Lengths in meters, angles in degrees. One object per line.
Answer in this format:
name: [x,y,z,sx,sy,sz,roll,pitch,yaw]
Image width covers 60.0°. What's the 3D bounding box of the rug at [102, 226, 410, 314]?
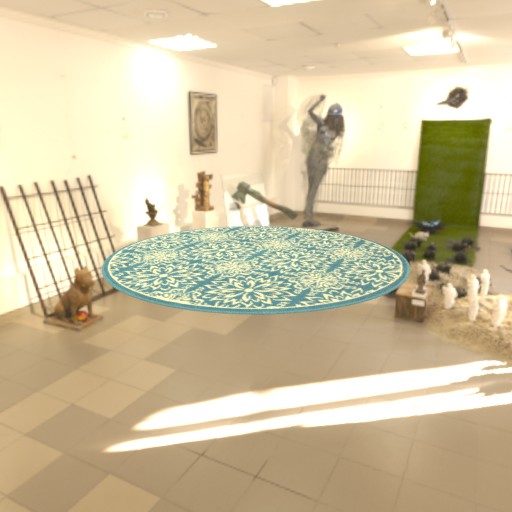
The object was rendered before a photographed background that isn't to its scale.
rug: [0.000,0.000,2.411,1.593,0.012,1.593,0,16,0]
